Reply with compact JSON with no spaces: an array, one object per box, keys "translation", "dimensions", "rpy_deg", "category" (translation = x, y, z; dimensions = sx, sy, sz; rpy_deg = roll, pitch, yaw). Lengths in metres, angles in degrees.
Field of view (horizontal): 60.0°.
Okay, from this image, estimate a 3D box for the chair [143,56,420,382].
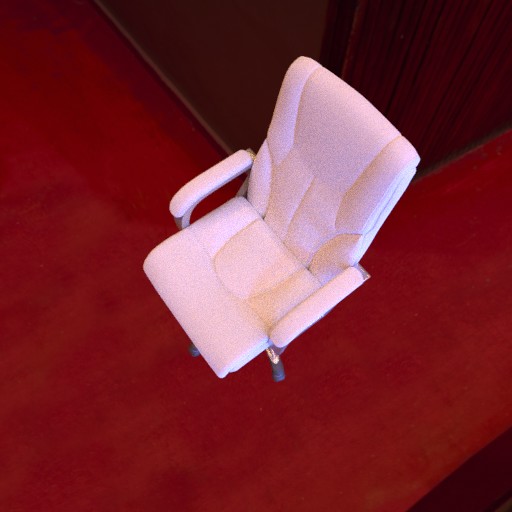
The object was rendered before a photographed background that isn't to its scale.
[{"translation":[0.000,0.000,1.605],"dimensions":[0.738,1.120,0.687],"rpy_deg":[-34,69,-15],"category":"chair"}]
